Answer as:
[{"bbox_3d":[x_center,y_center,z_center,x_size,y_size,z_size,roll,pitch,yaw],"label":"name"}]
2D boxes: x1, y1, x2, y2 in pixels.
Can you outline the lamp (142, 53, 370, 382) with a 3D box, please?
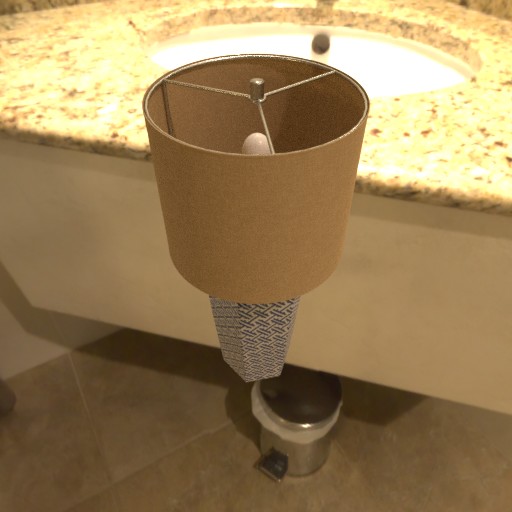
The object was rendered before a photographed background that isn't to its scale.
[{"bbox_3d":[0.000,0.000,0.855,0.320,0.682,0.320,16,47,16],"label":"lamp"}]
